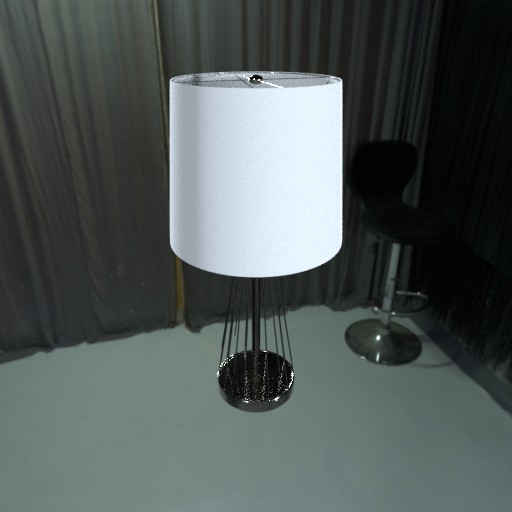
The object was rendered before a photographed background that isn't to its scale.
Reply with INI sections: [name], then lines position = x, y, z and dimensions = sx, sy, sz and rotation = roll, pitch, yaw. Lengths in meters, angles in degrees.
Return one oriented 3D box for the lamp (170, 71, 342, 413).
[lamp]
position = 0.000, 0.000, 0.812
dimensions = 0.303, 0.618, 0.303
rotation = 0, 27, 0
